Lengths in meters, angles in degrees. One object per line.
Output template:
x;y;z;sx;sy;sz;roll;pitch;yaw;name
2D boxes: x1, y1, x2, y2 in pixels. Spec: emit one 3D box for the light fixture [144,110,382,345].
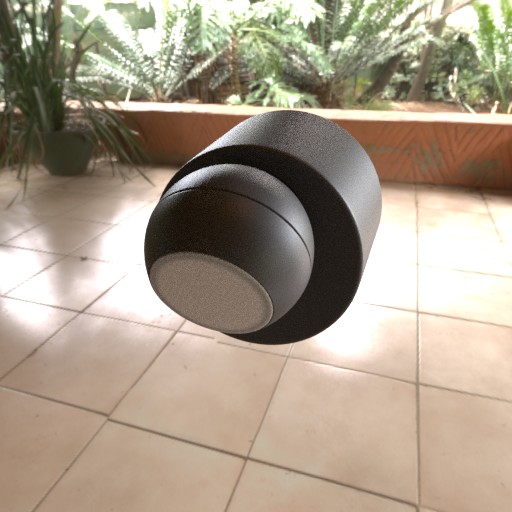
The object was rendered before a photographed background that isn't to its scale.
0.000;0.000;0.260;0.134;0.143;0.160;8;27;15;light fixture
